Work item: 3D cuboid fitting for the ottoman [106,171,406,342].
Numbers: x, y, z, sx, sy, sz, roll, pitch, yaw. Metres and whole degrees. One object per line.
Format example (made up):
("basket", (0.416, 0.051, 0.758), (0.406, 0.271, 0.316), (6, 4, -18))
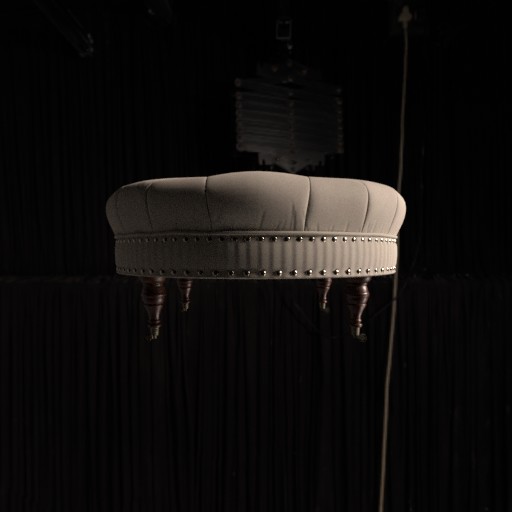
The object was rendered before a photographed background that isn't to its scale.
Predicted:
("ottoman", (0.000, 0.000, 1.405), (0.901, 0.439, 0.901), (0, 1, 0))
